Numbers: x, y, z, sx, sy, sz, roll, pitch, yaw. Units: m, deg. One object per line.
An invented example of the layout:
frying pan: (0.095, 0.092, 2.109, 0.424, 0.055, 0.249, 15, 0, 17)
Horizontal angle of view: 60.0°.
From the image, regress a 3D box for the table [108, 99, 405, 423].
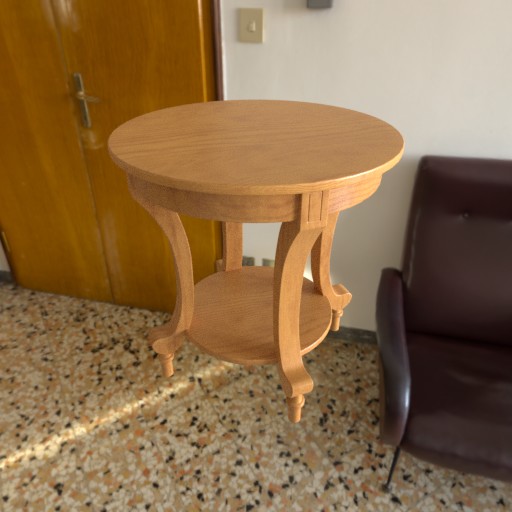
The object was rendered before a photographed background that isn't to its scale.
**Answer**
table: (0.000, 0.000, 1.083, 0.597, 0.612, 0.597, 0, 31, 0)
